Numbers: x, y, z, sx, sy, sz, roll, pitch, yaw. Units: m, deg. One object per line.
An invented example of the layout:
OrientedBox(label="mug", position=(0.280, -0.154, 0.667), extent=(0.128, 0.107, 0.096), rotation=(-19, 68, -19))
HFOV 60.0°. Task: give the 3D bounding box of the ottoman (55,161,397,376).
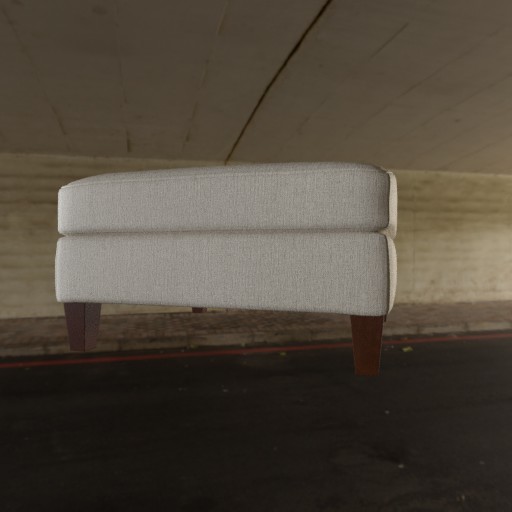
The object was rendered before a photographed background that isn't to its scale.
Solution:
OrientedBox(label="ottoman", position=(0.000, 0.000, 1.383), extent=(0.838, 0.478, 0.838), rotation=(0, 1, 18))
